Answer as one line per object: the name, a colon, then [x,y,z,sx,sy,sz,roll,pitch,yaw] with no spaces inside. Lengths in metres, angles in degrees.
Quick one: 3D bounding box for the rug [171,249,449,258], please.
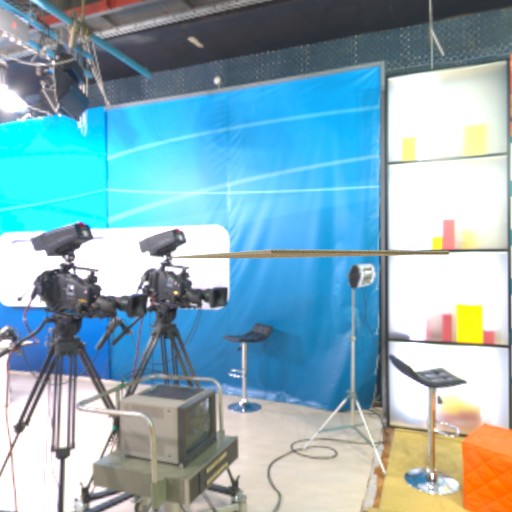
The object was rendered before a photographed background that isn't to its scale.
rug: [0.000,0.000,2.527,0.661,0.013,2.297,0,-1,-18]
